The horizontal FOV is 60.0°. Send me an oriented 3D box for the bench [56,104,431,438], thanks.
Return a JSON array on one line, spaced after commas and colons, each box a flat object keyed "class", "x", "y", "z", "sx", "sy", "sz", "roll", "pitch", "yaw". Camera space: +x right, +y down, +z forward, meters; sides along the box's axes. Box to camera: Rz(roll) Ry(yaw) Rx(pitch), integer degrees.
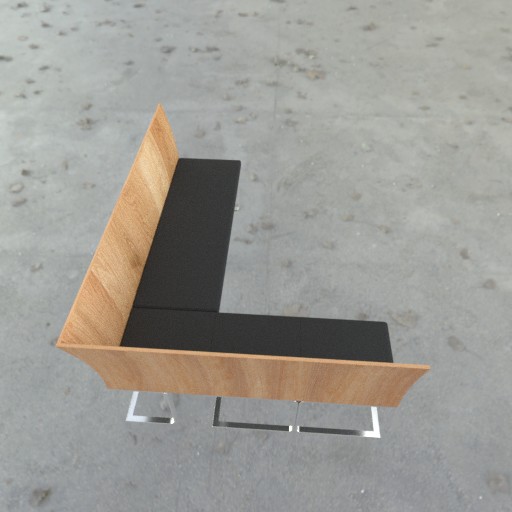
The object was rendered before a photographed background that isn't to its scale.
[{"class": "bench", "x": 0.000, "y": 0.000, "z": 2.754, "sx": 1.495, "sy": 0.930, "sz": 1.945, "roll": 3, "pitch": 48, "yaw": 3}]
